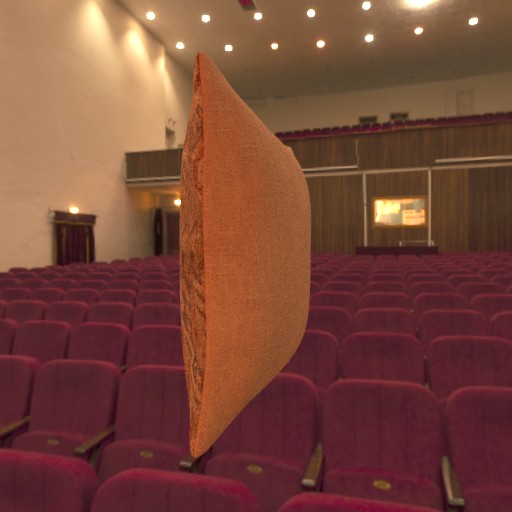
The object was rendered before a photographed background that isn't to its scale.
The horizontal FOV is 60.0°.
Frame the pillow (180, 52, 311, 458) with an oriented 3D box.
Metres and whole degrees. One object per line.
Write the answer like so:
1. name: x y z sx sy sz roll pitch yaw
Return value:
1. pillow: 0.000 0.000 0.797 0.166 0.506 0.523 0 0 17
